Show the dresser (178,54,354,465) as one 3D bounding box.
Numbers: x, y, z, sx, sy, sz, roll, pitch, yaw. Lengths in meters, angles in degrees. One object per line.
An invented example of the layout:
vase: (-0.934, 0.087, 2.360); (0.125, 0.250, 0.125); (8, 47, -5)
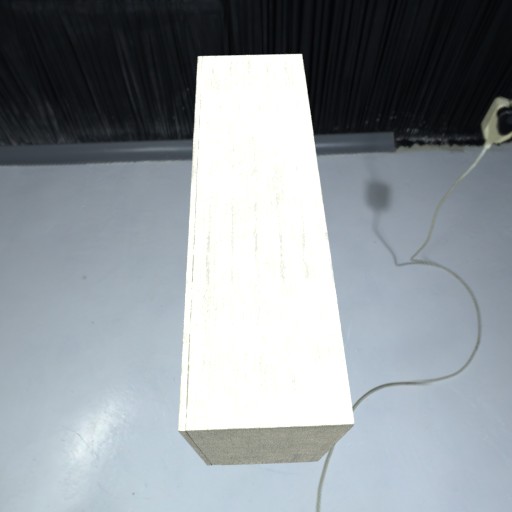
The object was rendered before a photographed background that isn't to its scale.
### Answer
dresser: (0.000, 0.000, 2.004); (0.483, 0.889, 1.628); (-2, 59, -1)
